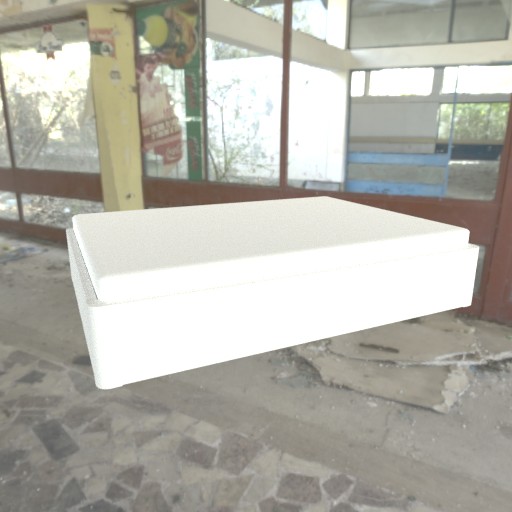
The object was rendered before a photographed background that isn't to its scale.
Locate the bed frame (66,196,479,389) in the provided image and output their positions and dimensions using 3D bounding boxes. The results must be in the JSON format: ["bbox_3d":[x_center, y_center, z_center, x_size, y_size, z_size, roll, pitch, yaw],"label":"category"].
[{"bbox_3d":[0.000,0.000,2.508,1.900,0.406,1.400,-7,17,-24],"label":"bed frame"}]
